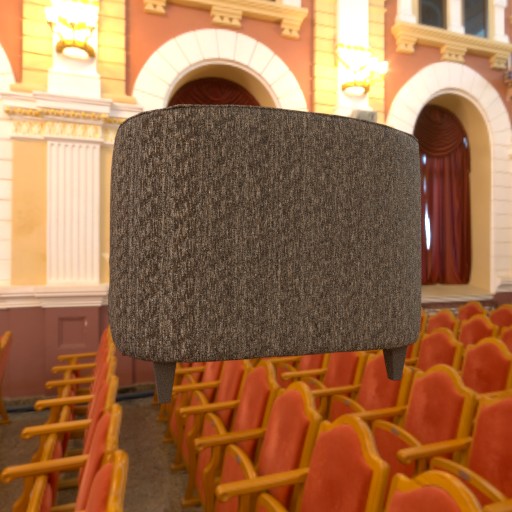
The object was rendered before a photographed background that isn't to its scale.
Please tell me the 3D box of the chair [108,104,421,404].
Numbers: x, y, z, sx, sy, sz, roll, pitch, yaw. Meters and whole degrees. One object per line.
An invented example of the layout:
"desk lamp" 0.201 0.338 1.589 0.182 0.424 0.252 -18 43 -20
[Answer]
"chair" 0.000 0.000 1.742 1.104 0.852 0.941 0 -1 -18
